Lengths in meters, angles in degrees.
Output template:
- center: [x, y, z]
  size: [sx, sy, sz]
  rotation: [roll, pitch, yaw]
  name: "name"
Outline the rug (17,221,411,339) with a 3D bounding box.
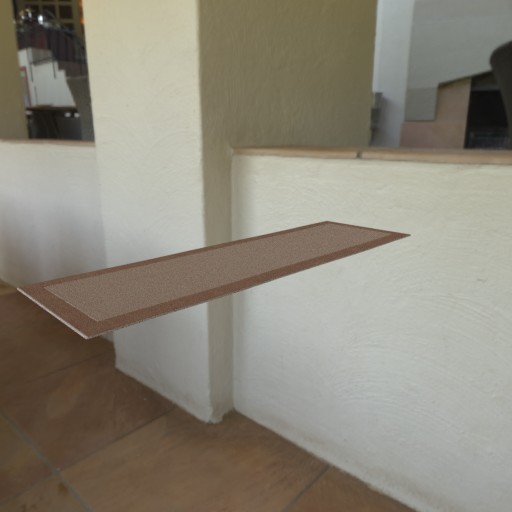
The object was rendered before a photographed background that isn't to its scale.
- center: [0.000, 0.000, 2.657]
  size: [2.430, 0.012, 0.767]
  rotation: [-14, 21, -43]
  name: "rug"
